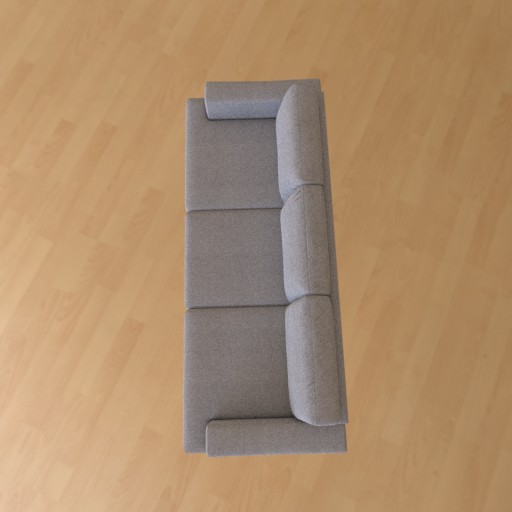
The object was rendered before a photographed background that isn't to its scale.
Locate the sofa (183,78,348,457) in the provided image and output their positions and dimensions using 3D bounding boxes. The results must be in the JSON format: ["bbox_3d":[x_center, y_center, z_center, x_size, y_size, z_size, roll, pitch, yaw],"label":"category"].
[{"bbox_3d":[0.000,0.000,2.806,0.920,0.810,2.310,-2,76,0],"label":"sofa"}]
